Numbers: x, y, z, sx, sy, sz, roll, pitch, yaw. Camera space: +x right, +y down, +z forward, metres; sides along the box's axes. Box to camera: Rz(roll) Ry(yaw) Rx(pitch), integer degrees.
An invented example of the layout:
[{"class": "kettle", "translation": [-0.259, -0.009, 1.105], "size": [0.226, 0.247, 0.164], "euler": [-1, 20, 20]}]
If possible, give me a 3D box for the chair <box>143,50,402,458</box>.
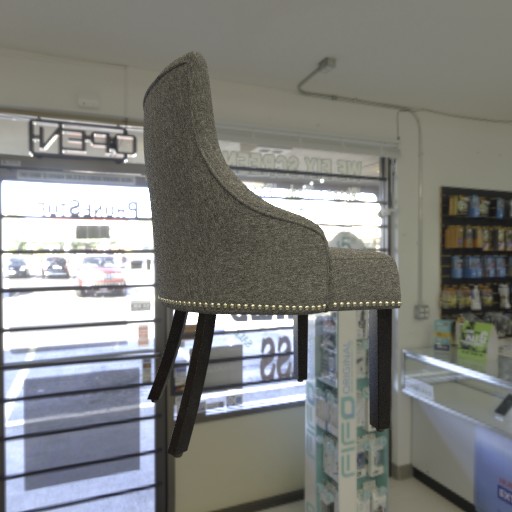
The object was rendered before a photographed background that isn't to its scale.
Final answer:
[{"class": "chair", "translation": [0.000, 0.000, 1.284], "size": [0.629, 0.909, 0.566], "euler": [0, 1, -20]}]
